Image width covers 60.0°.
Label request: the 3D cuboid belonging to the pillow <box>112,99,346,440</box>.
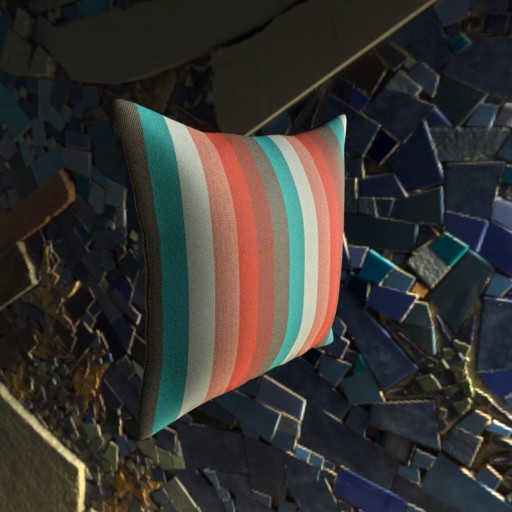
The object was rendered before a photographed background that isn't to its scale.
[{"bbox_3d":[0.000,0.000,0.698,0.168,0.443,0.453,14,20,43],"label":"pillow"}]
